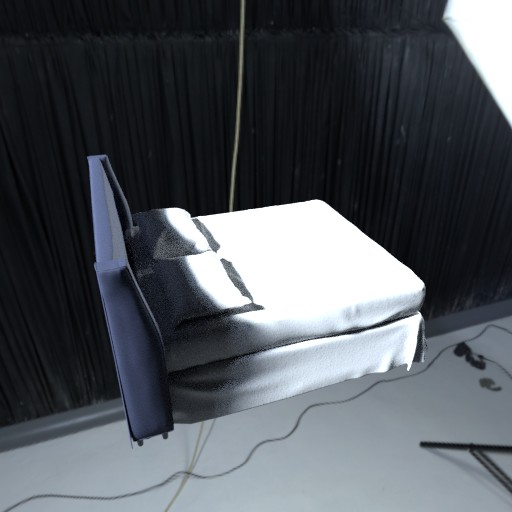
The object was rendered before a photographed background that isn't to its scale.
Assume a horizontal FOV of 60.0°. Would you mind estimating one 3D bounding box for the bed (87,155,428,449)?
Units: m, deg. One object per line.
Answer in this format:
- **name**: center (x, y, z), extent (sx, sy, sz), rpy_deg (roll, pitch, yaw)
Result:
- **bed**: center (0.000, 0.000, 3.483), extent (2.276, 1.332, 1.925), rpy_deg (-10, 31, -17)
